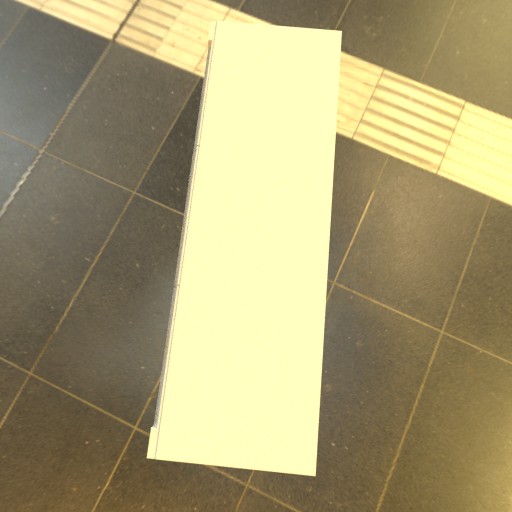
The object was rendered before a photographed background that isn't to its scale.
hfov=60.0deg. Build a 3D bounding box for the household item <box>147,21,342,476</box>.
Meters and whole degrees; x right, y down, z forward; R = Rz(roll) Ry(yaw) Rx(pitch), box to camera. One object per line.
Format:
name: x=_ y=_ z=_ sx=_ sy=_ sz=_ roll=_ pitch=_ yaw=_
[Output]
household item: x=0.000 y=0.000 z=1.673 sx=0.420 sy=0.867 sz=1.300 roll=5 pitch=76 yaw=1
